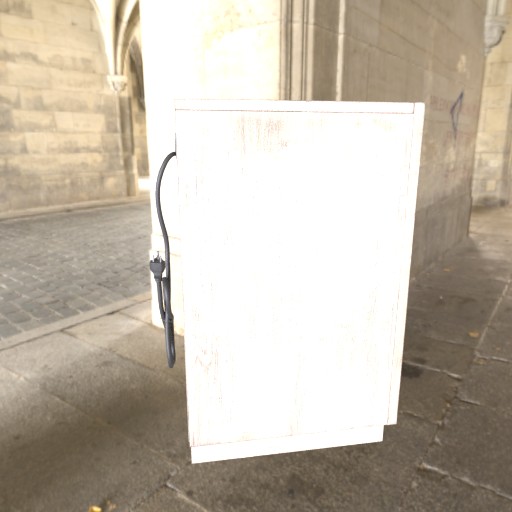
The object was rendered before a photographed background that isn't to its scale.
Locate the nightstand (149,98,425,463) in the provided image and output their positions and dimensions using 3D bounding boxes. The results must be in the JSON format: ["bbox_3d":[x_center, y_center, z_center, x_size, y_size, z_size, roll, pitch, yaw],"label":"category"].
[{"bbox_3d":[0.000,0.000,1.088,0.483,0.673,0.612,-2,15,-10],"label":"nightstand"}]
